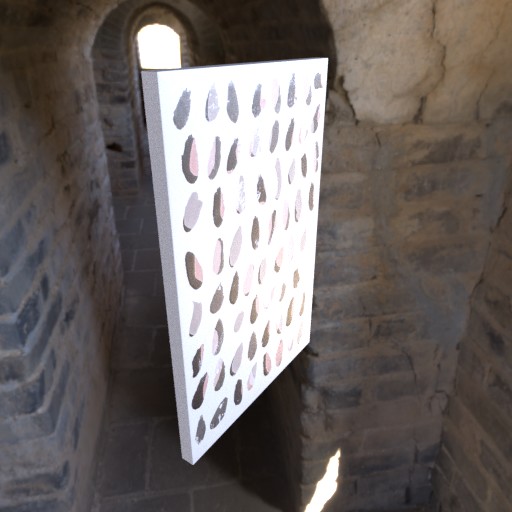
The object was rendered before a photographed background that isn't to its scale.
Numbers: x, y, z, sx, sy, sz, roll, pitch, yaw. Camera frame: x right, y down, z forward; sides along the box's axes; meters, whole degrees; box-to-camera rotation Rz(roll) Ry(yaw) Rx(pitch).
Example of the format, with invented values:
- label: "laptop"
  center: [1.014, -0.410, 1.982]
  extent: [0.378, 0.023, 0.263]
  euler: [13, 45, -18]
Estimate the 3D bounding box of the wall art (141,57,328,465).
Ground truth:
- label: "wall art"
  center: [0.000, 0.000, 0.760]
  extent: [0.025, 0.608, 0.405]
  euler: [17, 31, 31]
